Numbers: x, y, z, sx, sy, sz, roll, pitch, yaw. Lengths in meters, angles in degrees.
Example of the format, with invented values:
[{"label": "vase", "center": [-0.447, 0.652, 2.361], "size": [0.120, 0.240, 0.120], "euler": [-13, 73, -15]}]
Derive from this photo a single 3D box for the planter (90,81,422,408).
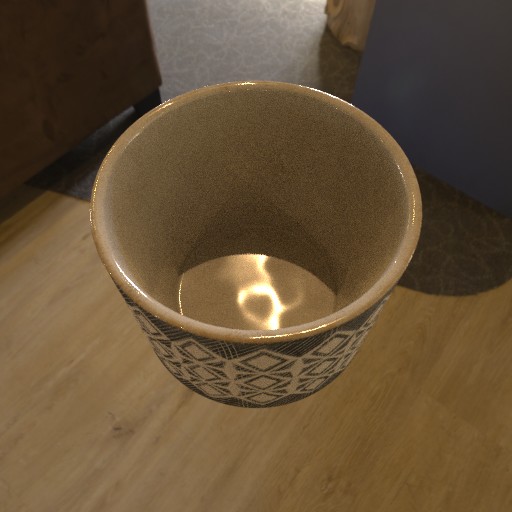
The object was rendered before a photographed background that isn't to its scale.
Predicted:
[{"label": "planter", "center": [0.000, 0.000, 0.216], "size": [0.126, 0.104, 0.126], "euler": [0, 59, 0]}]
